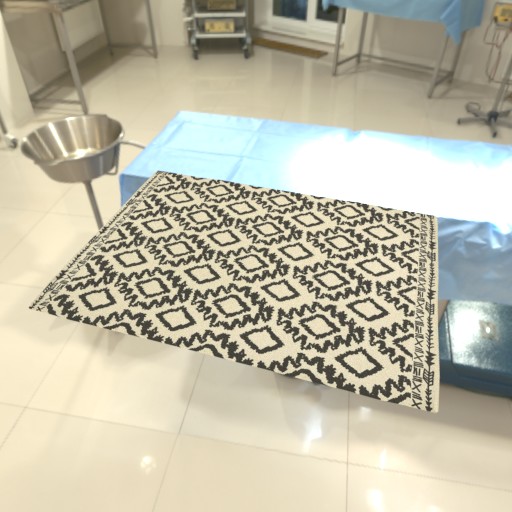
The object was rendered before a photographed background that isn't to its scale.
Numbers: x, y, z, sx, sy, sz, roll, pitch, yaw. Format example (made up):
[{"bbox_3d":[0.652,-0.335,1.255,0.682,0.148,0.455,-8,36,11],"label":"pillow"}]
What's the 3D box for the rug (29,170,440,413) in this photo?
[{"bbox_3d":[0.000,0.000,4.279,3.369,0.036,2.444,11,42,13],"label":"rug"}]
